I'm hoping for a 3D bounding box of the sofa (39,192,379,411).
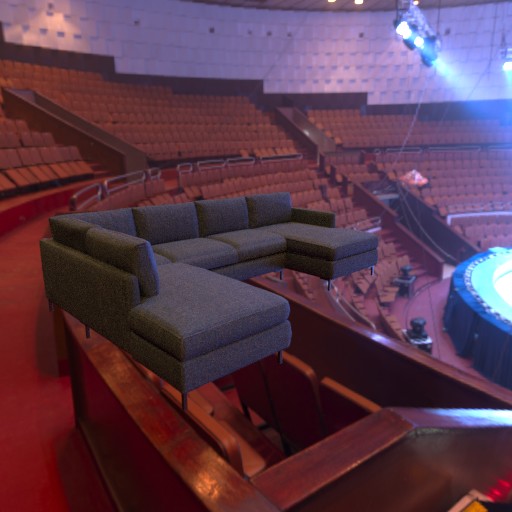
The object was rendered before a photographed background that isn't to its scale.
[{"bbox_3d":[0.000,0.000,3.564,2.737,0.753,1.879,-13,19,-42],"label":"sofa"}]
